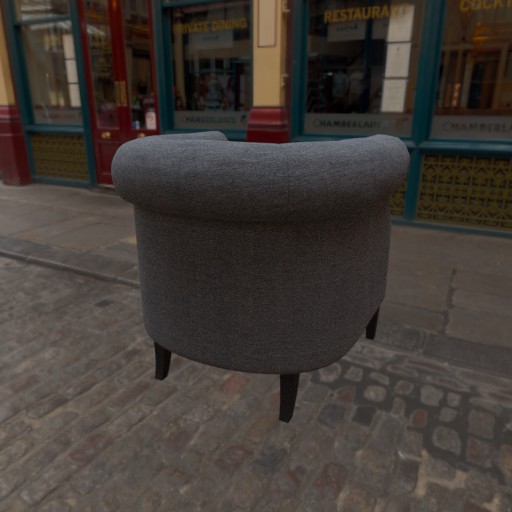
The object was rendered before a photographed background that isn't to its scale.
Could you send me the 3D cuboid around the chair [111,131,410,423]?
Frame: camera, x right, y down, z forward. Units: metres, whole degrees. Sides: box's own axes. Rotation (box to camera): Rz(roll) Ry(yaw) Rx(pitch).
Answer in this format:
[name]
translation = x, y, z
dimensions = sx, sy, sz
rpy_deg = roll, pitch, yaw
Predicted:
[chair]
translation = 0.000, 0.000, 1.565
dimensions = 0.905, 0.827, 0.852
rpy_deg = 9, 20, 26
